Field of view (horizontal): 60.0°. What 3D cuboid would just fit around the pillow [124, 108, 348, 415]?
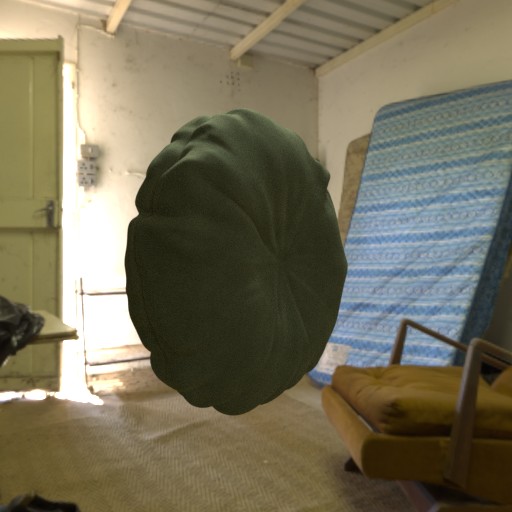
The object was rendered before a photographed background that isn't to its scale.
[{"bbox_3d":[0.000,0.000,0.641,0.148,0.407,0.428,0,0,36],"label":"pillow"}]
